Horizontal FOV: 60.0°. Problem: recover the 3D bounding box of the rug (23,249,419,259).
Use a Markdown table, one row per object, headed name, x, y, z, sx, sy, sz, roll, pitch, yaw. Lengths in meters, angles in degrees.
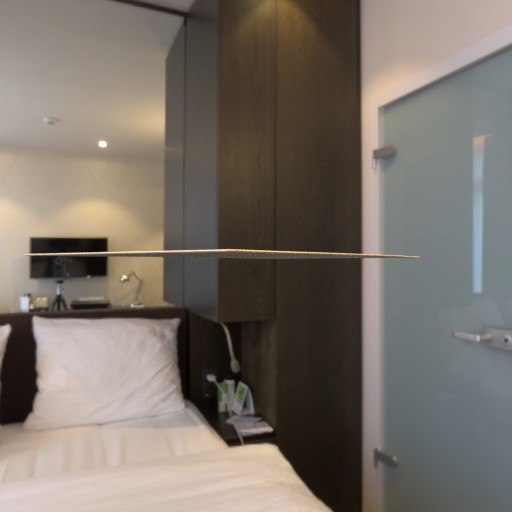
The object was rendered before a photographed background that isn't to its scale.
| name | x | y | z | sx | sy | sz | roll | pitch | yaw |
| --- | --- | --- | --- | --- | --- | --- | --- | --- | --- |
| rug | 0.000 | 0.000 | 3.052 | 1.529 | 0.012 | 2.435 | -1 | -1 | 36 |
